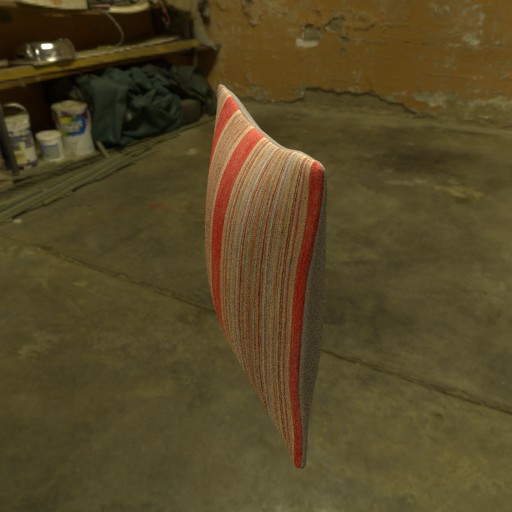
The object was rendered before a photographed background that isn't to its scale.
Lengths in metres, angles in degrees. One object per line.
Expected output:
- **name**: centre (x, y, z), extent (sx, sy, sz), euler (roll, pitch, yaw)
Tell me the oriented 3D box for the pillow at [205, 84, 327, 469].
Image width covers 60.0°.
- **pillow**: centre (0.000, 0.000, 0.658), extent (0.136, 0.419, 0.437), euler (-8, 32, -13)
